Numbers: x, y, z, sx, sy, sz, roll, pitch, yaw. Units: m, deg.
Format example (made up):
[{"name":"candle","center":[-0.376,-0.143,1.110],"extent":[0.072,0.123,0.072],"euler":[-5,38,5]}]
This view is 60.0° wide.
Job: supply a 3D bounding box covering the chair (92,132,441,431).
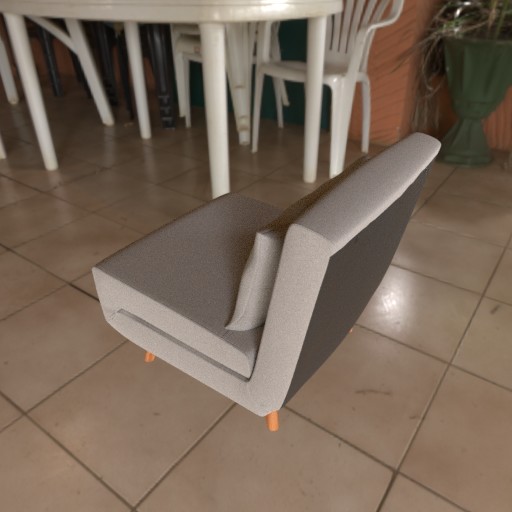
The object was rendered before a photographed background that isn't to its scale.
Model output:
[{"name":"chair","center":[0.000,0.000,1.522],"extent":[0.902,0.808,0.770],"euler":[20,37,29]}]
